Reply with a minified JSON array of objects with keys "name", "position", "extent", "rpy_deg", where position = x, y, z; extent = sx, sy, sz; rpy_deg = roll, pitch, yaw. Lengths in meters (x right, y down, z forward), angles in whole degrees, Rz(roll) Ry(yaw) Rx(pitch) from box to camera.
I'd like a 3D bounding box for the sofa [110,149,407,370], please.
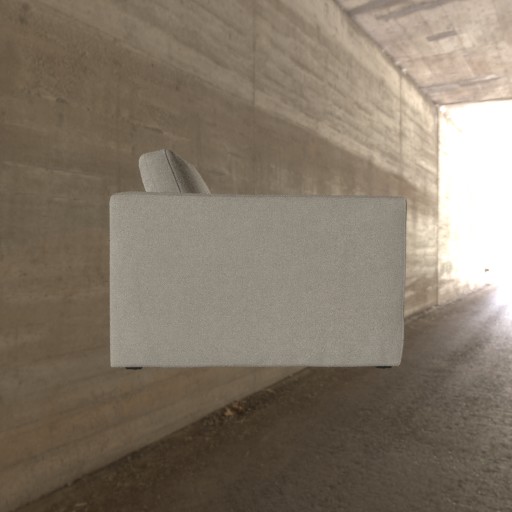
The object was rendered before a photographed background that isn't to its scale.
[{"name":"sofa","position":[0.000,0.000,2.535],"extent":[1.091,0.839,1.905],"rpy_deg":[0,0,-1]}]
